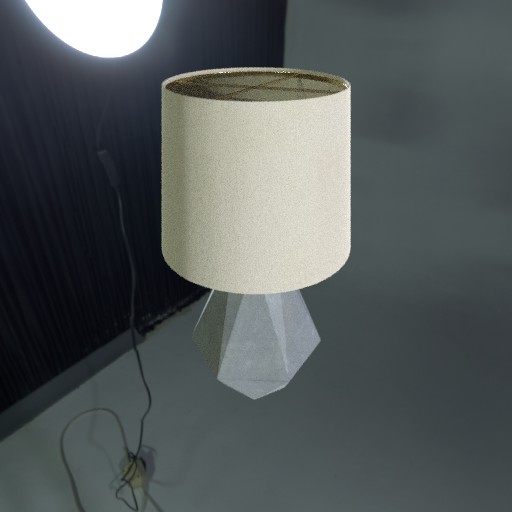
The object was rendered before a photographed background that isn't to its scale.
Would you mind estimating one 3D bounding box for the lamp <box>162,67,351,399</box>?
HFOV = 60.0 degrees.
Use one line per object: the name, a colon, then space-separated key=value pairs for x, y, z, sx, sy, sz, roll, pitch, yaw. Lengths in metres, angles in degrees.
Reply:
lamp: x=0.000 y=0.000 z=0.674 sx=0.276 sy=0.501 sz=0.276 roll=0 pitch=31 yaw=0
